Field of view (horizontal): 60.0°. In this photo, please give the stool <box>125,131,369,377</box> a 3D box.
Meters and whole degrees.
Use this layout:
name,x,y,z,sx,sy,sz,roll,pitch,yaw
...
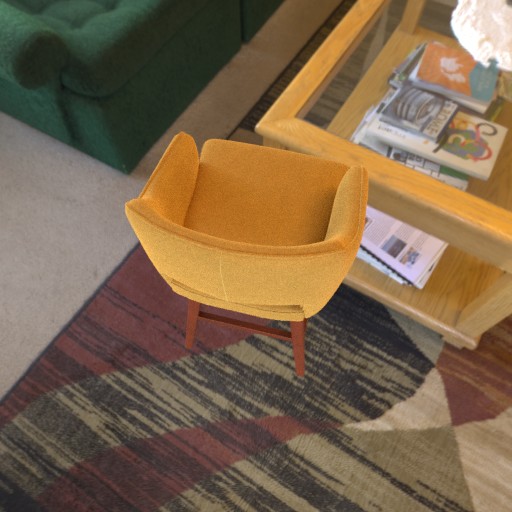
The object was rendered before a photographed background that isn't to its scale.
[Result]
name,x,y,z,sx,sy,sz,roll,pitch,yaw
stool,0.000,0.000,1.364,0.548,1.012,0.558,12,63,6
